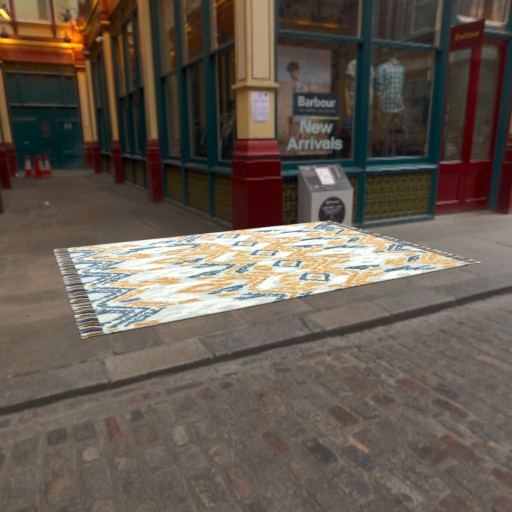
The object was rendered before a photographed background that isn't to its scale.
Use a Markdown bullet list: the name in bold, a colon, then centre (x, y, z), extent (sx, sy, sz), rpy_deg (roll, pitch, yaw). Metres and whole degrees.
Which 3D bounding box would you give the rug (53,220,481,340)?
- **rug**: centre (0.000, 0.000, 2.265), extent (1.827, 0.008, 1.230), rpy_deg (-8, 17, -26)
